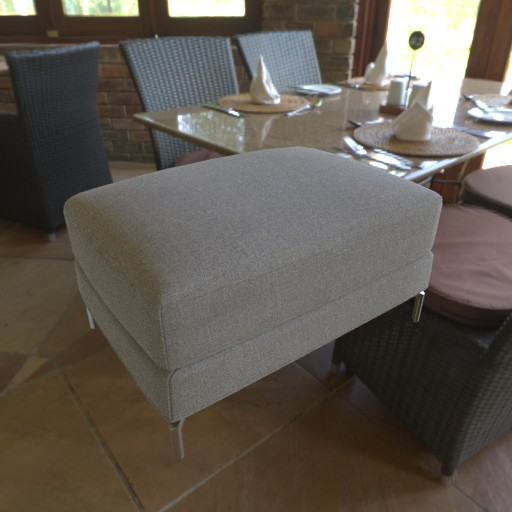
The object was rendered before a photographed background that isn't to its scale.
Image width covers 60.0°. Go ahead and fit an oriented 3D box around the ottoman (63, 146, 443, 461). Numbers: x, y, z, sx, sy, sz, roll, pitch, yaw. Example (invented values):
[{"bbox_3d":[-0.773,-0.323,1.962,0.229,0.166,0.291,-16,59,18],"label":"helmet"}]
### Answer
[{"bbox_3d":[0.000,0.000,1.201,0.838,0.457,0.584,-20,35,-31],"label":"ottoman"}]
